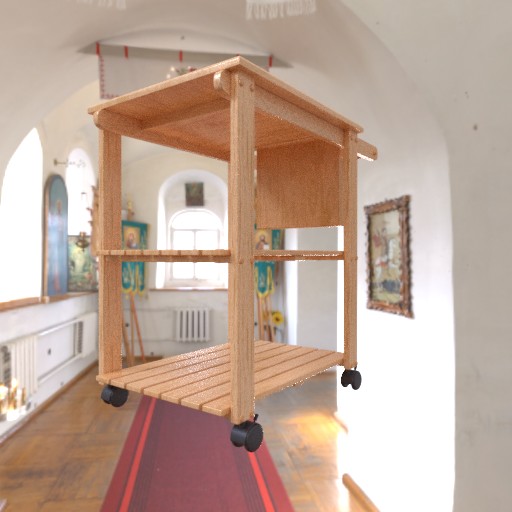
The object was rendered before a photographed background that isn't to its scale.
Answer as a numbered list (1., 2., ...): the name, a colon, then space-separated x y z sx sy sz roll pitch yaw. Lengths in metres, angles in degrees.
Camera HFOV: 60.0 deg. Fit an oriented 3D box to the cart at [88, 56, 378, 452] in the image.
1. cart: 0.000 0.000 1.357 0.520 0.816 0.843 0 0 36
